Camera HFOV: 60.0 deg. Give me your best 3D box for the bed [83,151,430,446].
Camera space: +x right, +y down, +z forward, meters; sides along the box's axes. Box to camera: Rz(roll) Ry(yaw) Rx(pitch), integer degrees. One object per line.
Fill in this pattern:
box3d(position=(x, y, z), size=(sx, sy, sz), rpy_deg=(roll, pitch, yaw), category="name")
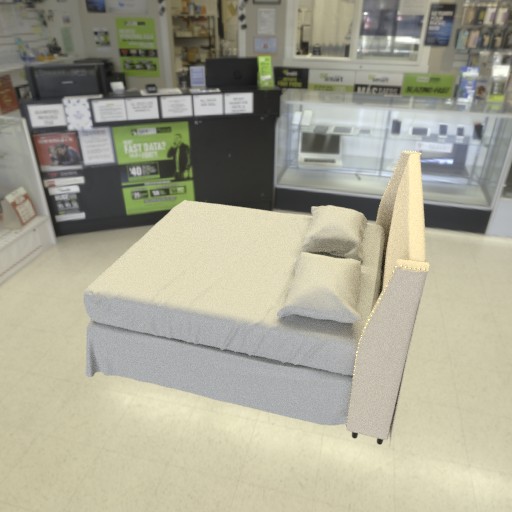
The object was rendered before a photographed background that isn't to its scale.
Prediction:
box3d(position=(0.000, 0.000, 3.447), size=(2.276, 1.332, 1.925), rpy_deg=(9, 32, 14), category="bed")
